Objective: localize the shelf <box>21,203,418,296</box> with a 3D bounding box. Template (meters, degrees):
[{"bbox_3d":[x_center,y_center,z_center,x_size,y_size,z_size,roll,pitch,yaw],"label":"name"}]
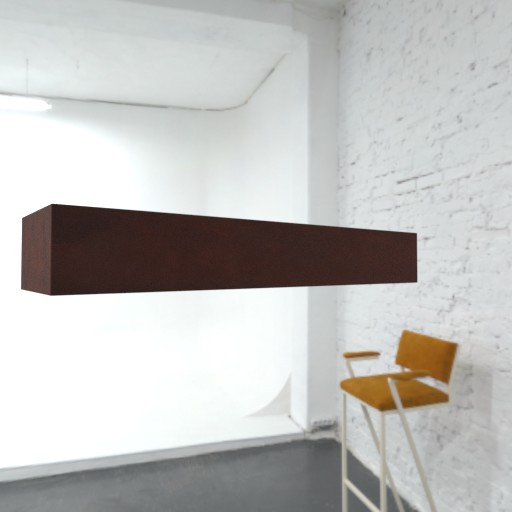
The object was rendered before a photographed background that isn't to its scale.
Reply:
[{"bbox_3d":[0.000,0.000,0.666,0.607,0.088,0.152,1,-2,-37],"label":"shelf"}]
